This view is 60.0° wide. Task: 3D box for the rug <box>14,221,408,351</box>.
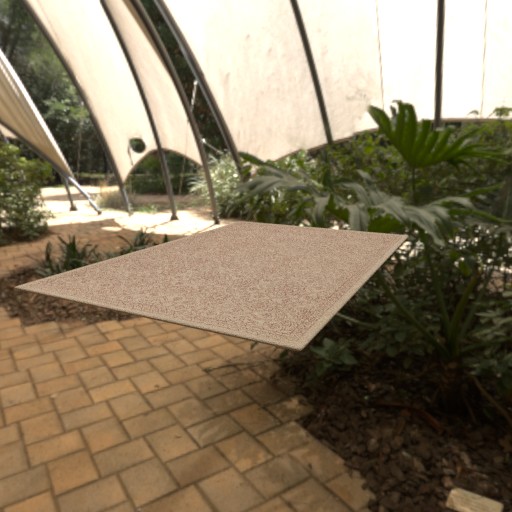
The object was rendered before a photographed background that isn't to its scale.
[{"bbox_3d":[0.000,0.000,2.271,1.219,0.010,1.829,7,15,26],"label":"rug"}]
